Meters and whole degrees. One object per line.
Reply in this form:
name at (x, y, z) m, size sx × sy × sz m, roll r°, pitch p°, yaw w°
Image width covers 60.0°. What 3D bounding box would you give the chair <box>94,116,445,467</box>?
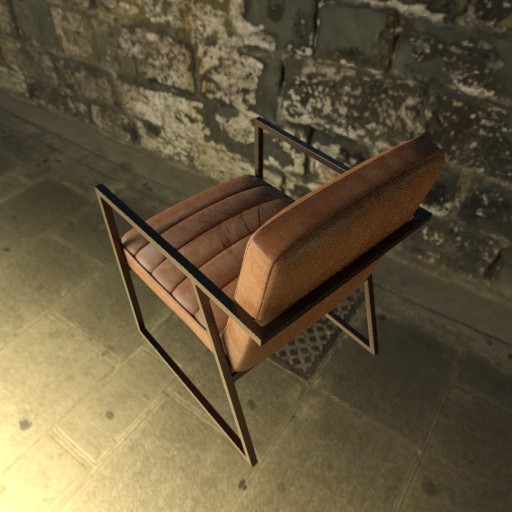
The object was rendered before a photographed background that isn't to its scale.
chair at (0.000, 0.000, 1.242) m, size 0.571 × 0.832 × 0.677 m, roll -31°, pitch 53°, yaw -28°
